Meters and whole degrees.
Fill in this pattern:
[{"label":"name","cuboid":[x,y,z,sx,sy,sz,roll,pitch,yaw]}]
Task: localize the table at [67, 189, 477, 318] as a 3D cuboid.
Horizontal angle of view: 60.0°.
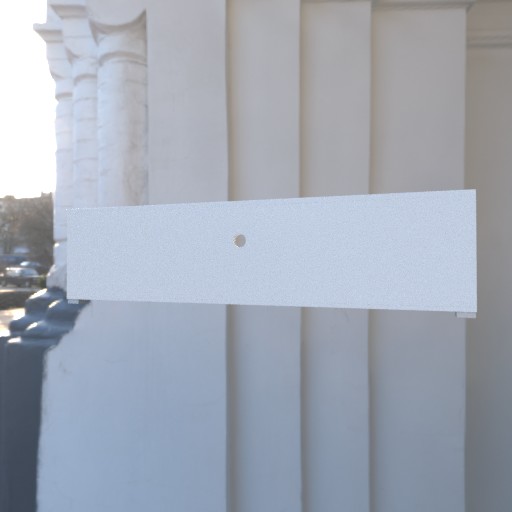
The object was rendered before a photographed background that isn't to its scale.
[{"label":"table","cuboid":[0.000,0.000,1.893,1.650,0.420,0.390,0,-1,19]}]
